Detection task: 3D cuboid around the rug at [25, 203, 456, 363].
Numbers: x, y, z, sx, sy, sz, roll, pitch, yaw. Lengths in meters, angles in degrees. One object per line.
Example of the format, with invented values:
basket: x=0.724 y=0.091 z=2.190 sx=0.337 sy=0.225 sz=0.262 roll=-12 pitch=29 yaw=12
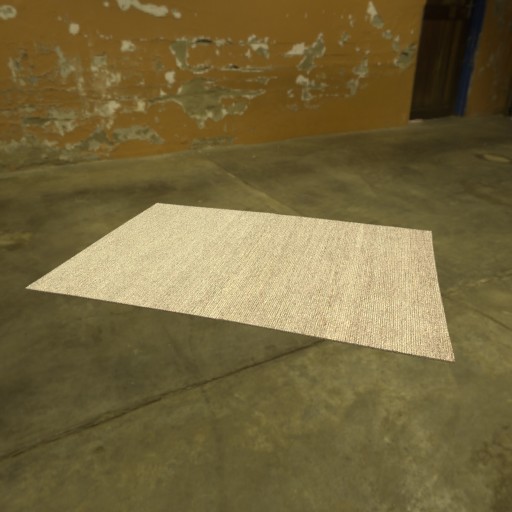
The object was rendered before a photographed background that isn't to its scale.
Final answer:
rug: x=0.000 y=0.000 z=2.975 sx=2.342 sy=0.030 sz=1.609 roll=7 pitch=27 yaw=15
